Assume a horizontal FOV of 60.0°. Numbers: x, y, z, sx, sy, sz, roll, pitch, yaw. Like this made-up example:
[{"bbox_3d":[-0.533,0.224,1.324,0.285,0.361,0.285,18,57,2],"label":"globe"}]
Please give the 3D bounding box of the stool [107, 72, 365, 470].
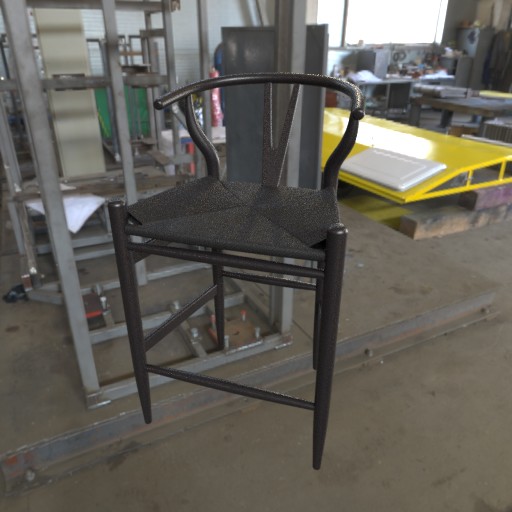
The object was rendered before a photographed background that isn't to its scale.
[{"bbox_3d":[0.000,0.000,1.314,0.569,0.970,0.579,8,27,16],"label":"stool"}]
